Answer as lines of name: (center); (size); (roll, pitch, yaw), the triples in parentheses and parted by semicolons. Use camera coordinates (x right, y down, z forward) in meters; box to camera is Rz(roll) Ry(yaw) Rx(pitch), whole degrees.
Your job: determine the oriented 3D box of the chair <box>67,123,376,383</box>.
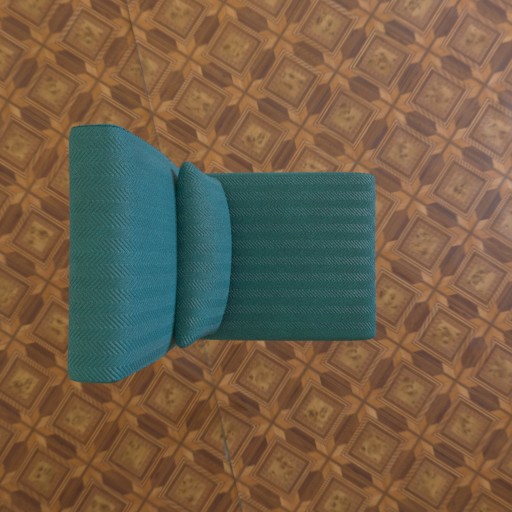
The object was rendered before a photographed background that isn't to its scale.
chair: (0.000, 0.000, 1.395); (0.808, 0.927, 0.579); (0, 89, 1)
